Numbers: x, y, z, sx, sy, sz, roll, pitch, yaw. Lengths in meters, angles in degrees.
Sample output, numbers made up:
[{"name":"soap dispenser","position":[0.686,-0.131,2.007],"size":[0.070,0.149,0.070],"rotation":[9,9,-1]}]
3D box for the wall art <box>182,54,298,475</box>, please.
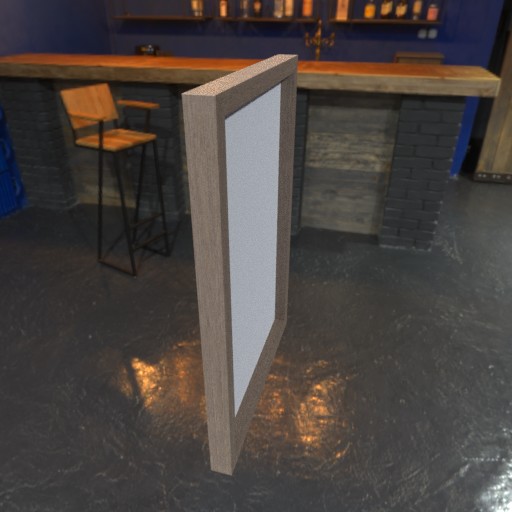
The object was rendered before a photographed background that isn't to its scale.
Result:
[{"name":"wall art","position":[0.000,0.000,0.651],"size":[0.032,0.510,0.358],"rotation":[8,30,14]}]
